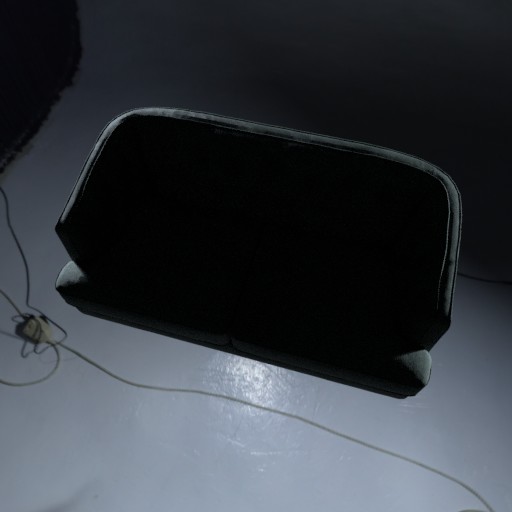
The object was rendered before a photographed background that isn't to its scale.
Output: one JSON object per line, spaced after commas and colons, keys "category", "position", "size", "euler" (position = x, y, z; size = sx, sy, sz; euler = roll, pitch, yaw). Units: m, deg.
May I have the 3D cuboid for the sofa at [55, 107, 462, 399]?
{"category": "sofa", "position": [0.000, 0.000, 2.187], "size": [1.733, 0.855, 0.941], "euler": [13, 59, 8]}
